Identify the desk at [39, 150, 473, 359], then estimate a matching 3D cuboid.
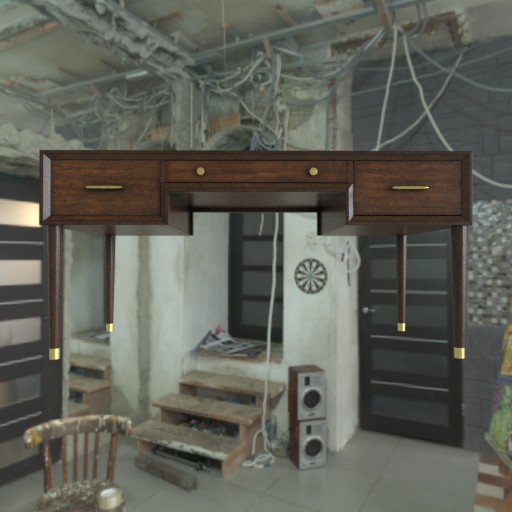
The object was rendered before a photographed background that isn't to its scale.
[{"bbox_3d":[0.000,0.000,1.956,1.575,0.762,0.724,0,-1,-1],"label":"desk"}]
